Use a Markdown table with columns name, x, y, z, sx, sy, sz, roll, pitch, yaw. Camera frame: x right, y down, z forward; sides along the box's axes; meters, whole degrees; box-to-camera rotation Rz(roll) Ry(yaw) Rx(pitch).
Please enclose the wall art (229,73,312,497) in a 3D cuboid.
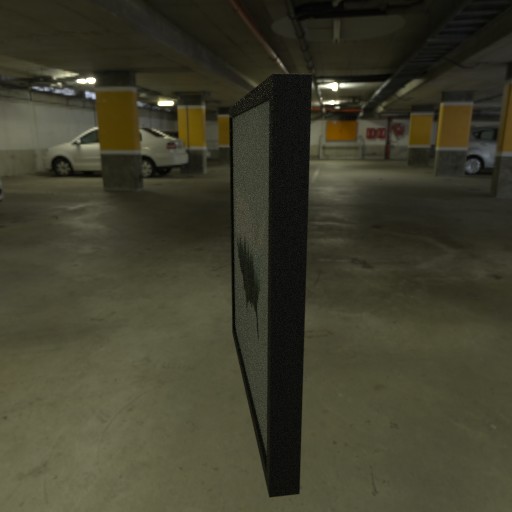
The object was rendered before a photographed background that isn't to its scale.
| name | x | y | z | sx | sy | sz | roll | pitch | yaw |
| --- | --- | --- | --- | --- | --- | --- | --- | --- | --- |
| wall art | 0.000 | 0.000 | 0.752 | 0.040 | 0.509 | 0.509 | -2 | 15 | -8 |
